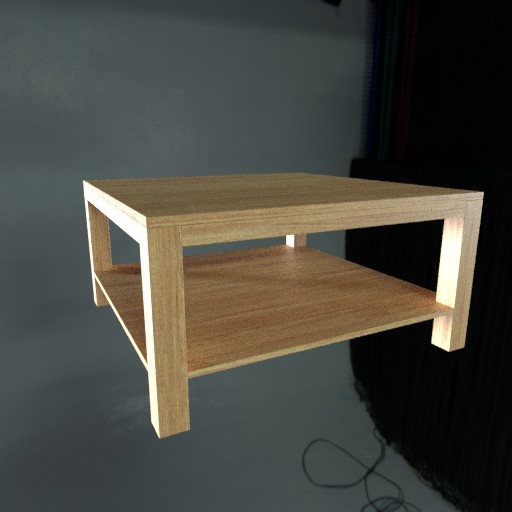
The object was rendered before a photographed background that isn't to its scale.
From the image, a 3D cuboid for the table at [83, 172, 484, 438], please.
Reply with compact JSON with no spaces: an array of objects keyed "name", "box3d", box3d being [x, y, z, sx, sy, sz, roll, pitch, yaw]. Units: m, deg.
[{"name":"table","box3d":[0.000,0.000,1.422,0.900,0.450,0.900,-7,16,-26]}]
